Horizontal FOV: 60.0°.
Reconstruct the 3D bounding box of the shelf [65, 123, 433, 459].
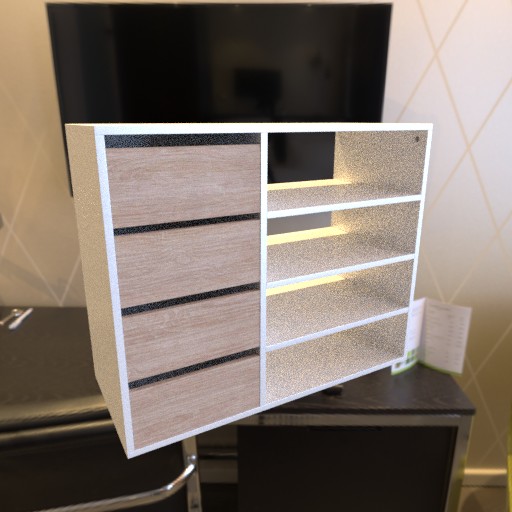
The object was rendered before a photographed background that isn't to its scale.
[{"bbox_3d":[0.000,0.000,1.281,0.895,0.732,0.396,-9,19,-28],"label":"shelf"}]
